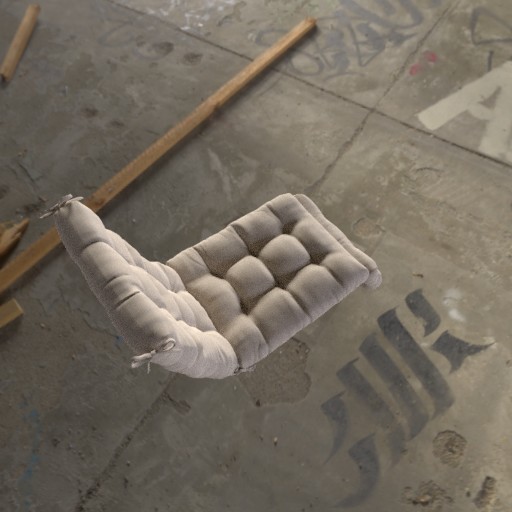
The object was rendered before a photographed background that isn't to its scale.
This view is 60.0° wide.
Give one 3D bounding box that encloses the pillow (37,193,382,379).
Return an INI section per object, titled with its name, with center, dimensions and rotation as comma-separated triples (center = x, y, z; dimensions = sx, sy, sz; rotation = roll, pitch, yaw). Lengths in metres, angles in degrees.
[pillow]
center = 0.000, 0.000, 1.509
dimensions = 1.016, 0.863, 0.526
rotation = -33, 65, -18
